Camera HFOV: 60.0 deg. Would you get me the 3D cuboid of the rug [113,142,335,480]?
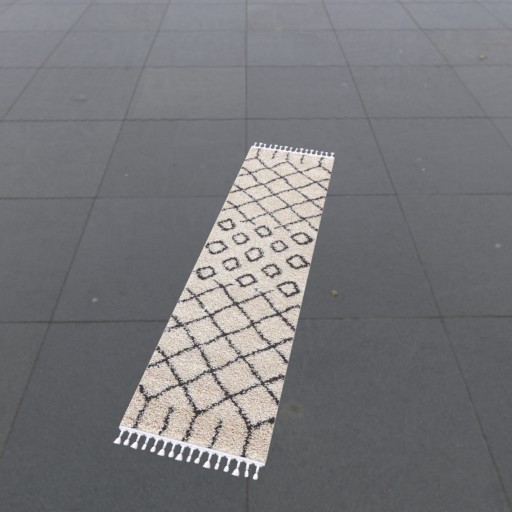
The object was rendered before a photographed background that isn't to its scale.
[{"bbox_3d":[0.000,0.000,2.676,0.660,0.005,2.464,10,47,10],"label":"rug"}]
